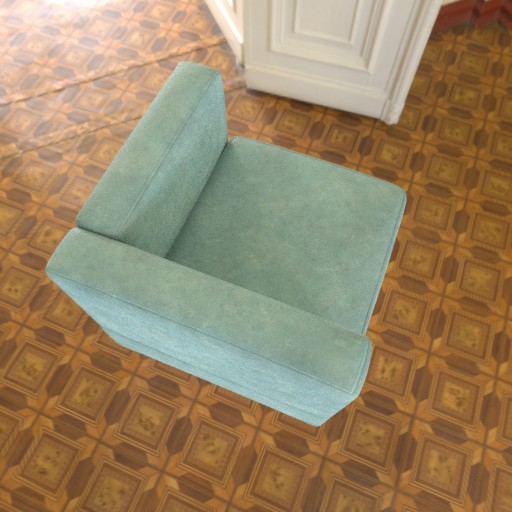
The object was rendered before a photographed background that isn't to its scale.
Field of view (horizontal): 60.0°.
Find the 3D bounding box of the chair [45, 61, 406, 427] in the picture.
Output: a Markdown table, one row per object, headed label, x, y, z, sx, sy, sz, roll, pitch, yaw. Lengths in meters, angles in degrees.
| label | x | y | z | sx | sy | sz | roll | pitch | yaw |
| --- | --- | --- | --- | --- | --- | --- | --- | --- | --- |
| chair | 0.000 | 0.000 | 1.245 | 0.691 | 0.660 | 0.684 | 20 | 66 | 9 |
